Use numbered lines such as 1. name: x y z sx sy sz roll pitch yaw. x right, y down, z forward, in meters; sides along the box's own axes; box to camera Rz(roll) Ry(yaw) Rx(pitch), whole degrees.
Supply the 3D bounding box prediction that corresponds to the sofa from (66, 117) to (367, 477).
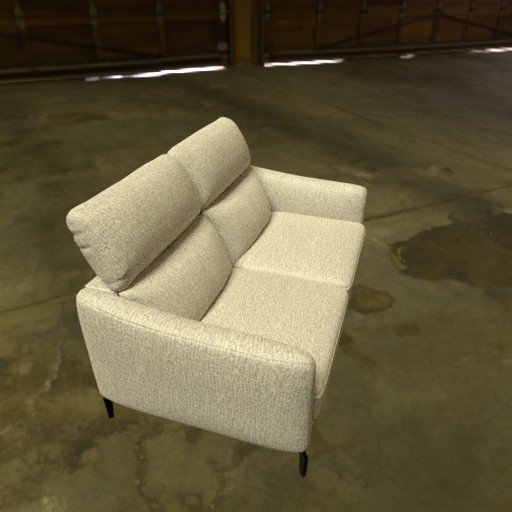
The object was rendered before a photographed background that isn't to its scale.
1. sofa: 0.000 0.000 2.085 0.905 0.950 1.540 10 32 16
